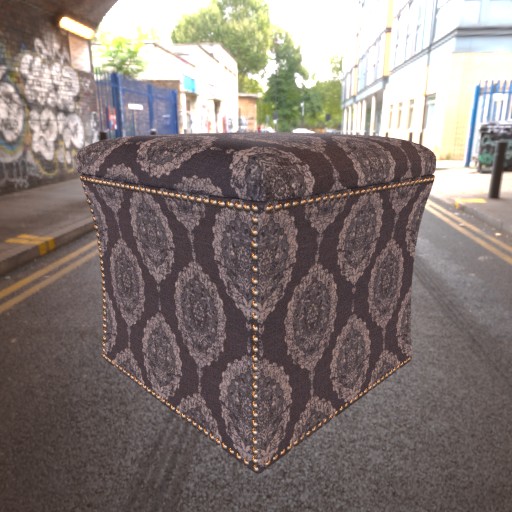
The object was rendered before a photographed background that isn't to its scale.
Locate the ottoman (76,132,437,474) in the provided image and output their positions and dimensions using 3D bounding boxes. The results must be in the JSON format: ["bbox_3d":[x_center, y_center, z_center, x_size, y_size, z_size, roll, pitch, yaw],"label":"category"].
[{"bbox_3d":[0.000,0.000,0.882,0.497,0.475,0.507,-15,22,-43],"label":"ottoman"}]
